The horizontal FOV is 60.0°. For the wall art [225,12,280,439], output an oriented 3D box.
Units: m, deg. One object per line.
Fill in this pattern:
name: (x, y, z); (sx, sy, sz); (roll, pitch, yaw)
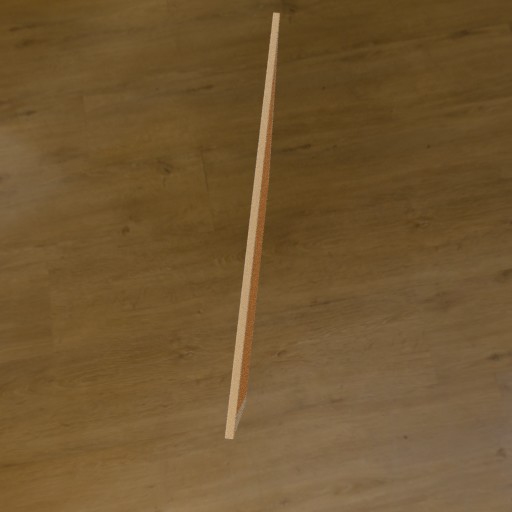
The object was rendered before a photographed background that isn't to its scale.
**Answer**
wall art: (0.000, 0.000, 0.818); (0.009, 0.559, 0.558); (6, 75, 2)
